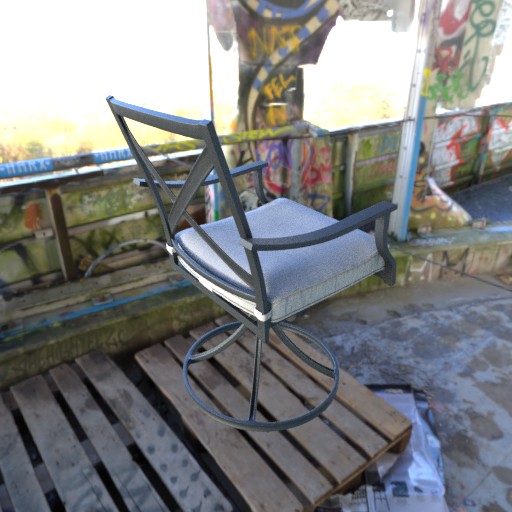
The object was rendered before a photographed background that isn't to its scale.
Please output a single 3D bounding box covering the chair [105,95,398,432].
[{"bbox_3d":[0.000,0.000,1.299,0.620,0.889,0.575,-19,32,-33],"label":"chair"}]
